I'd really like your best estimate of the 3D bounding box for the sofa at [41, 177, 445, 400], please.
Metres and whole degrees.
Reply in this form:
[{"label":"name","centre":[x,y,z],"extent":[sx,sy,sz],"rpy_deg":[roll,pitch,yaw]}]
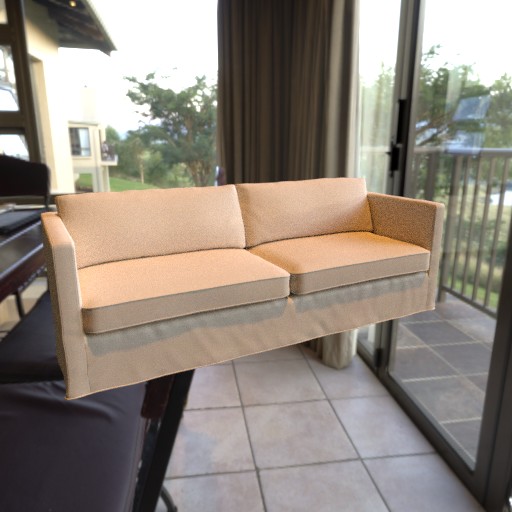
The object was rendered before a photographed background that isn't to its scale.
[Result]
[{"label":"sofa","centre":[0.000,0.000,3.235],"extent":[2.779,0.999,1.036],"rpy_deg":[-8,17,-27]}]
